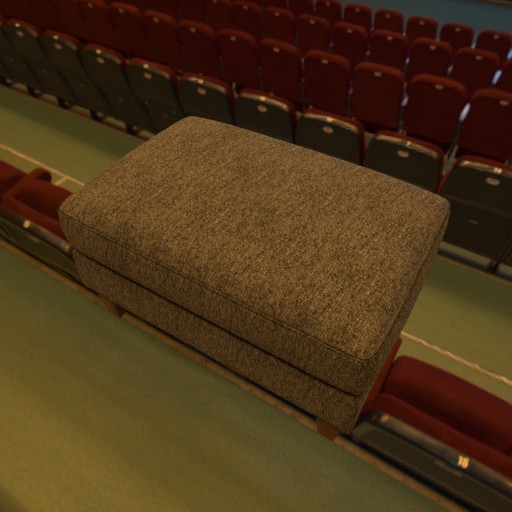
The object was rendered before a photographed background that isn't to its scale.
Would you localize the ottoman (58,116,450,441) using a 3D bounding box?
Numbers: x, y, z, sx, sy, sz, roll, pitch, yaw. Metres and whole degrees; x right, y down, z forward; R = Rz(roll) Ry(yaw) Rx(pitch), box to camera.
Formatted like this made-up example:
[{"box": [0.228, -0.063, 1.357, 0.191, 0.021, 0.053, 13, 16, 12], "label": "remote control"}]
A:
[{"box": [0.000, 0.000, 1.236, 0.864, 0.483, 0.584, 24, 50, 22], "label": "ottoman"}]
